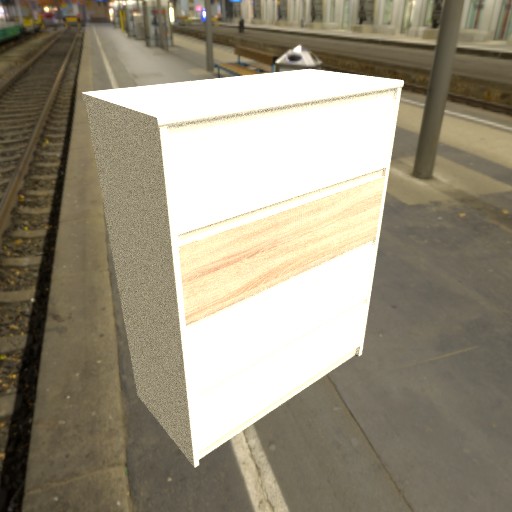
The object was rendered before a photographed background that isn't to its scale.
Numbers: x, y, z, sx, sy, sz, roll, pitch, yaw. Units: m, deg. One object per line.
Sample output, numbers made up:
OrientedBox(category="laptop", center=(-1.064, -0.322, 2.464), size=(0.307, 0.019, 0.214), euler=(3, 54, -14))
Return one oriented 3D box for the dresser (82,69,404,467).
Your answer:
OrientedBox(category="dresser", center=(0.000, 0.000, 1.440), size=(0.800, 1.040, 0.380), euler=(-22, 36, -34))
